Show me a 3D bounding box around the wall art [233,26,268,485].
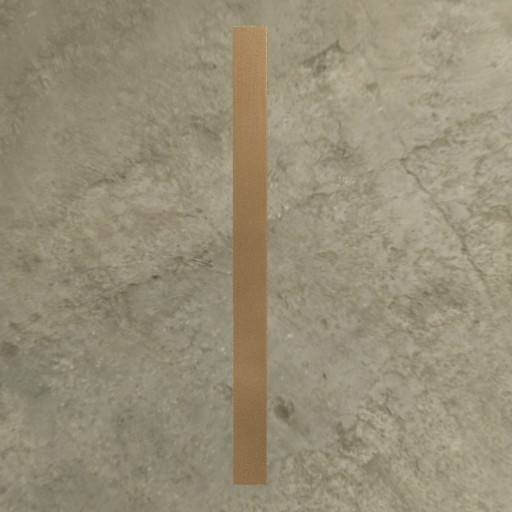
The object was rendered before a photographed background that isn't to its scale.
[{"bbox_3d":[0.000,0.000,0.751,0.038,0.511,0.513,0,90,2],"label":"wall art"}]
